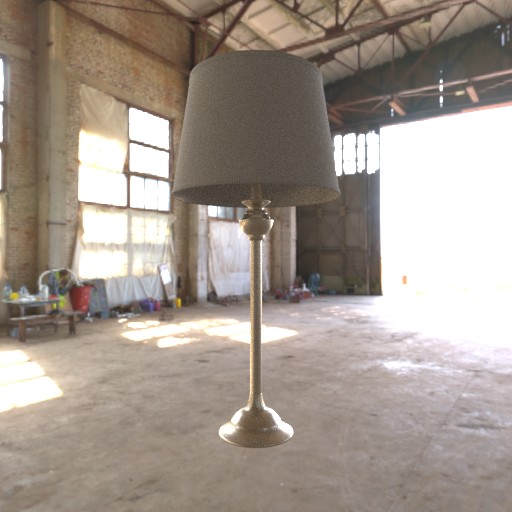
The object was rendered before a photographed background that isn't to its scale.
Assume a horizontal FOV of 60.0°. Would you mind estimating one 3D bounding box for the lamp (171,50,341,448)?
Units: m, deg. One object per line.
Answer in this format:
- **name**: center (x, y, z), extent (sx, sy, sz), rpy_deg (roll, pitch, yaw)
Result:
- **lamp**: center (0.000, 0.000, 0.879), extent (0.331, 0.698, 0.331), rpy_deg (0, -1, 0)
